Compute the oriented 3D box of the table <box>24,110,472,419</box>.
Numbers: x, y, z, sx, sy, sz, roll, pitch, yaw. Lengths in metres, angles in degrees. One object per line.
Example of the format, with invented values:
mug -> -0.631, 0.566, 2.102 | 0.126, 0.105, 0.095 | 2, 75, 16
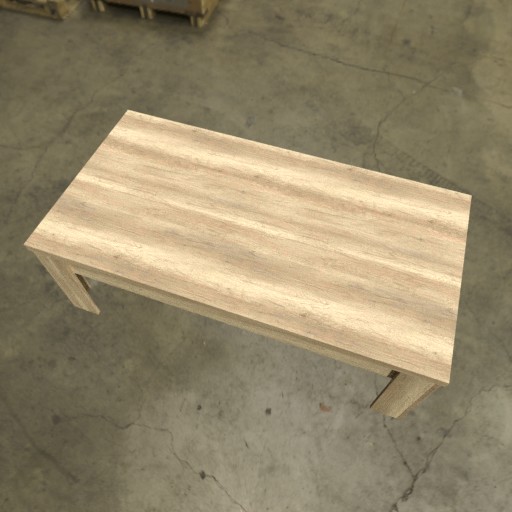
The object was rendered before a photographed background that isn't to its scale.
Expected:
table -> 0.000, 0.000, 1.685 | 1.350, 0.460, 0.700 | 17, 59, 10
